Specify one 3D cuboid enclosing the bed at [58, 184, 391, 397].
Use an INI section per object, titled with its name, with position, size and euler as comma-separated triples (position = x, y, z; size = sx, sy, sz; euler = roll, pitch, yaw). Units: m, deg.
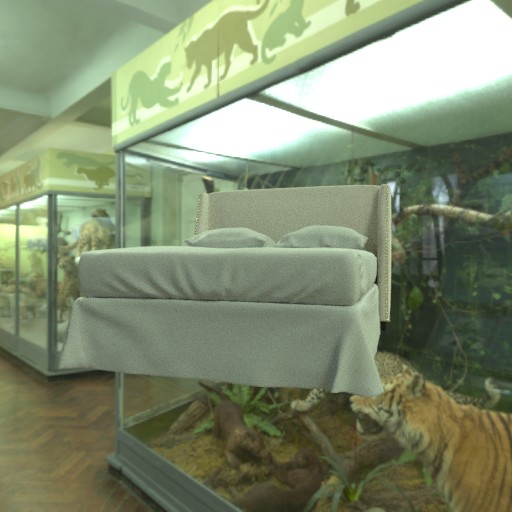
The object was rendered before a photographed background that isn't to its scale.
[bed]
position = 0.000, 0.000, 3.352
size = 1.925, 1.332, 2.276
euler = 0, 0, 18
